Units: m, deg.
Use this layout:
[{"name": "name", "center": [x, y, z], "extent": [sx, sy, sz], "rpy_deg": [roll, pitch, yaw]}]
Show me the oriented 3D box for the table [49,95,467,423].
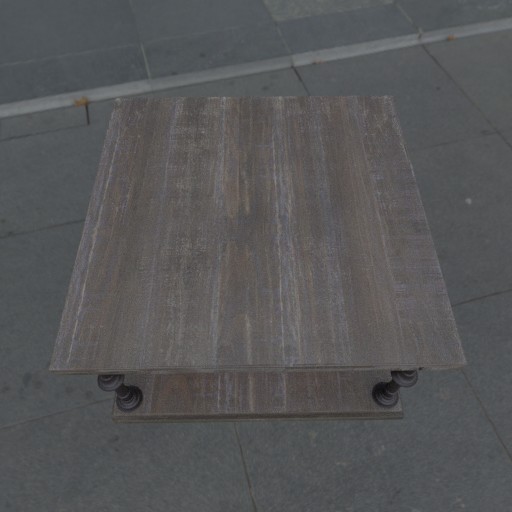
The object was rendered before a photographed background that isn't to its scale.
[{"name": "table", "center": [0.000, 0.000, 1.093], "extent": [0.696, 0.400, 0.696], "rpy_deg": [-1, 57, 0]}]
